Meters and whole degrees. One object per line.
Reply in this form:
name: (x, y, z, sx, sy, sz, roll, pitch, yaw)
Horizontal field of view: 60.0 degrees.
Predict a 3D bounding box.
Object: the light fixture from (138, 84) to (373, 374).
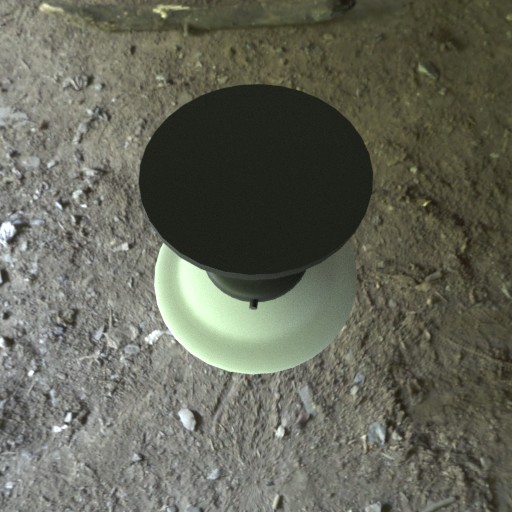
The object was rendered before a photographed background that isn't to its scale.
light fixture: (0.000, 0.000, 0.400, 0.197, 0.254, 0.197, 0, 63, 0)
